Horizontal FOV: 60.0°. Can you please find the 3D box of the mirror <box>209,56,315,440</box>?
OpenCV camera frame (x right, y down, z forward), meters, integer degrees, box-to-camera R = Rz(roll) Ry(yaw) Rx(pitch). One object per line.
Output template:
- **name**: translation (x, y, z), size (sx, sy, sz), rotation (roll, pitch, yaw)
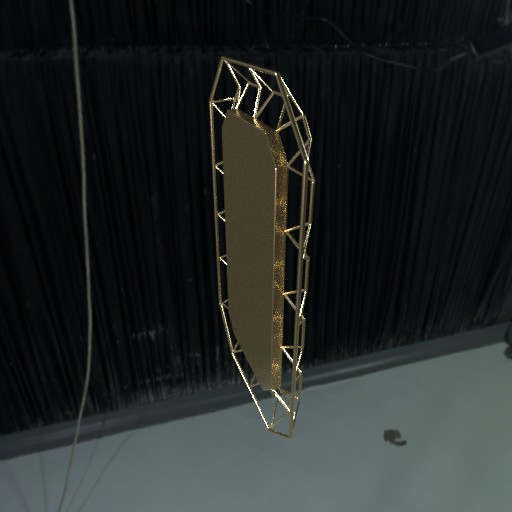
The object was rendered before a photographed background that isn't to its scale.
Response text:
- **mirror**: translation (0.000, 0.000, 1.082), size (0.051, 0.870, 0.572), rotation (-10, 30, -18)
